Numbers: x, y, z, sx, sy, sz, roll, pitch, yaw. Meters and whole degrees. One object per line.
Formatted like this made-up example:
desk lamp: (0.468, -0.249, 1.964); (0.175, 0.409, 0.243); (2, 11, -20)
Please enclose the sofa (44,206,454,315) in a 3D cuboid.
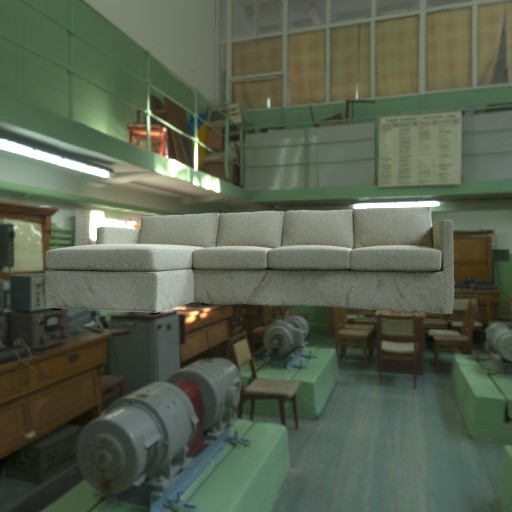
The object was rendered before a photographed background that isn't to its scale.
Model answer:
sofa: (0.000, 0.000, 3.915); (3.205, 0.922, 1.650); (0, 0, 16)
